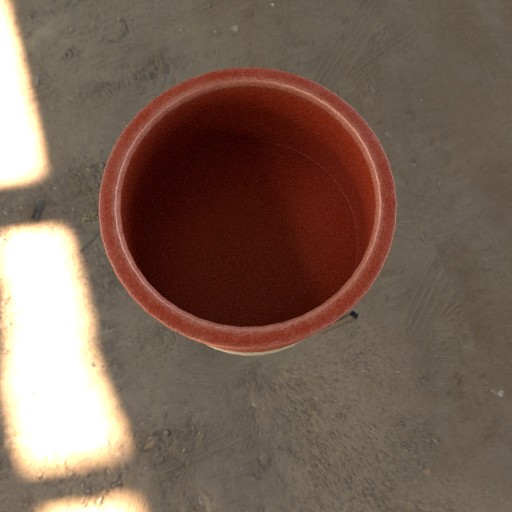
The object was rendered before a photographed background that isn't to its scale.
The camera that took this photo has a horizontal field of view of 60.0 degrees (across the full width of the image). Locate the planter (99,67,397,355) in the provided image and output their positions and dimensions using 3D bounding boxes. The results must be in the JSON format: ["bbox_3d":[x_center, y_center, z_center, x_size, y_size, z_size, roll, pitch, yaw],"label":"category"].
[{"bbox_3d":[0.000,0.000,0.514,0.251,0.354,0.235,38,79,8],"label":"planter"}]
